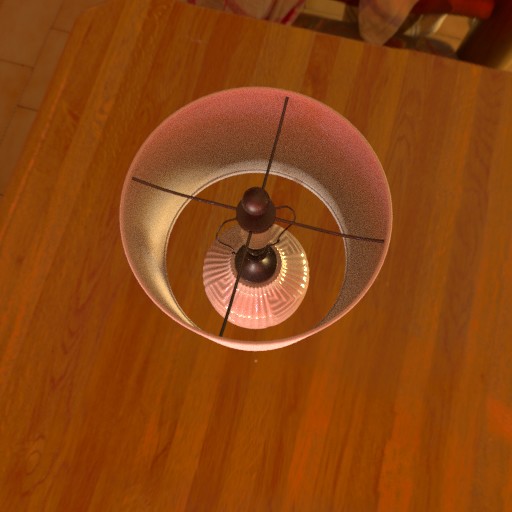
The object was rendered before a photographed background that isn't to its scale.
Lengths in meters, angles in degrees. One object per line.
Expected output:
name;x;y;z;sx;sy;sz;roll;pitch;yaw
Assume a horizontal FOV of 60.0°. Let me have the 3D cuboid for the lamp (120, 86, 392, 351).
lamp;0.000;0.000;0.758;0.318;0.567;0.318;0;77;0
